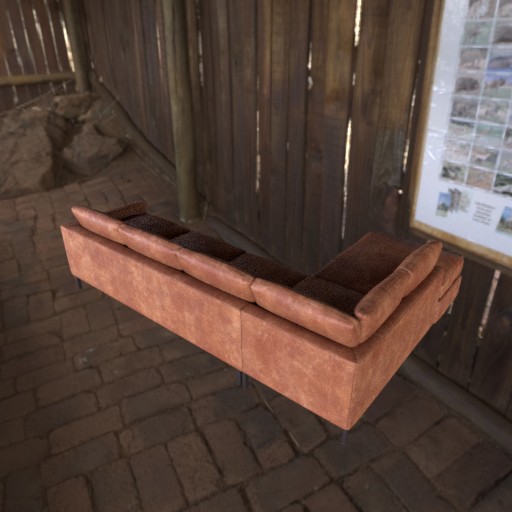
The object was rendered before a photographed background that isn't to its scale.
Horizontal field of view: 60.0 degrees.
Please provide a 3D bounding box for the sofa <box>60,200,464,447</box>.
[{"bbox_3d":[0.000,0.000,3.911,2.984,0.877,1.938,20,34,34],"label":"sofa"}]
